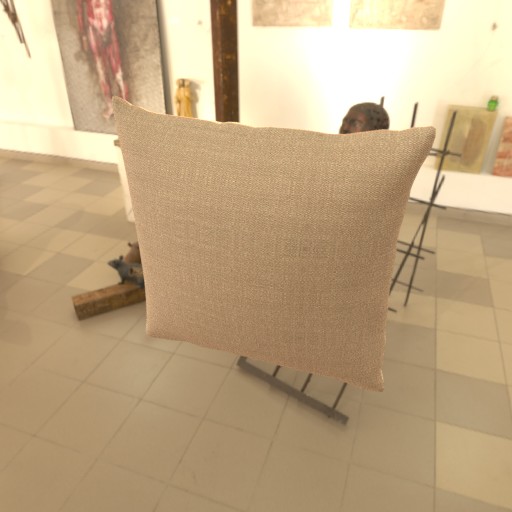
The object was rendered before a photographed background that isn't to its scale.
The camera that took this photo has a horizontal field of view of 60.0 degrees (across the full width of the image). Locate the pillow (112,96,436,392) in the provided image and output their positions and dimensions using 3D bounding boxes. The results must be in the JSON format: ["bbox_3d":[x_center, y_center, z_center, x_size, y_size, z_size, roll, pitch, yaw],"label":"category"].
[{"bbox_3d":[0.000,0.000,0.797,0.521,0.519,0.215,10,33,16],"label":"pillow"}]
